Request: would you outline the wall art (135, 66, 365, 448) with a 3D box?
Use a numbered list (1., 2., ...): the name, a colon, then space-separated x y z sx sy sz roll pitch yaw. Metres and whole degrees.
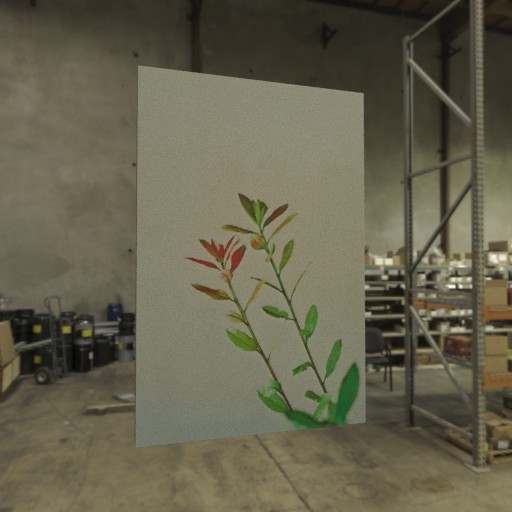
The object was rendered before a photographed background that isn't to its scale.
1. wall art: 0.000 0.000 0.782 0.408 0.611 0.038 0 -2 -16
